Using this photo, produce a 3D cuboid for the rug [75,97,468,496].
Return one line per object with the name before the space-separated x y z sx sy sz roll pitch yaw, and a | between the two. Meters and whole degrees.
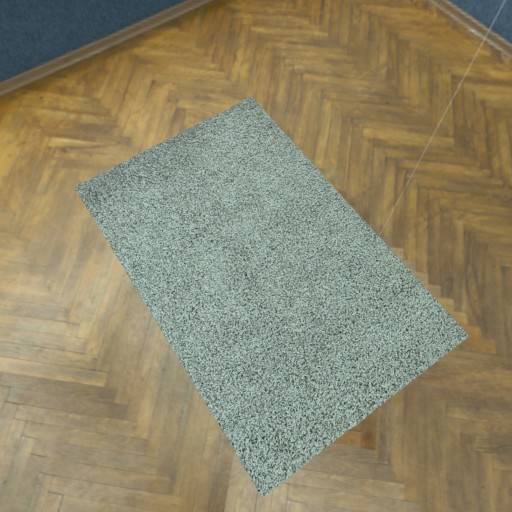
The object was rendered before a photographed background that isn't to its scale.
rug | 0.000 0.000 3.402 1.778 0.030 2.743 -32 69 -14
